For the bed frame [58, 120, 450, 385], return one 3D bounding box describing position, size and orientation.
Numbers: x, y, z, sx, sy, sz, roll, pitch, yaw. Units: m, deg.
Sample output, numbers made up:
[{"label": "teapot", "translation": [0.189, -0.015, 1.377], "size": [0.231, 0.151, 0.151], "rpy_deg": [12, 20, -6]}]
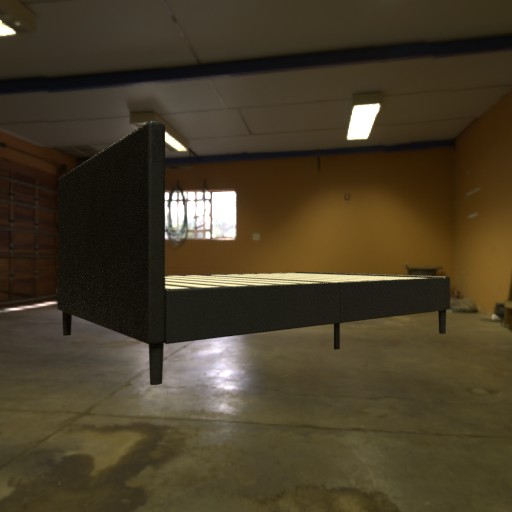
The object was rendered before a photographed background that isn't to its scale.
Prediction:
[{"label": "bed frame", "translation": [0.000, 0.000, 3.197], "size": [2.318, 1.127, 1.634], "rpy_deg": [0, -1, -36]}]
